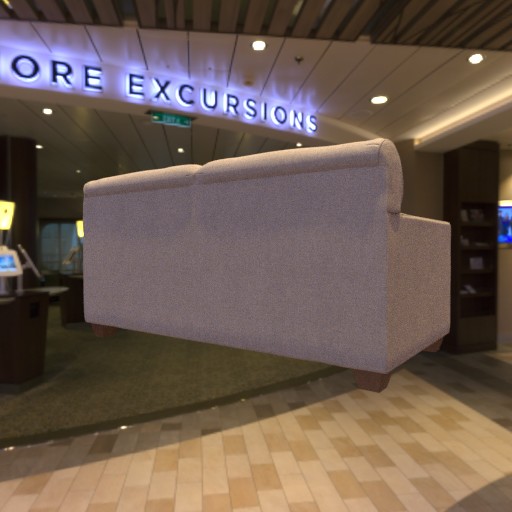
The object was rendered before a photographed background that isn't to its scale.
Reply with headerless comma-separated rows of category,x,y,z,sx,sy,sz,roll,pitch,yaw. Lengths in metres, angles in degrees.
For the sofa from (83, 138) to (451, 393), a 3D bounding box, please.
sofa,0.000,0.000,2.465,1.846,0.958,0.998,1,2,36
